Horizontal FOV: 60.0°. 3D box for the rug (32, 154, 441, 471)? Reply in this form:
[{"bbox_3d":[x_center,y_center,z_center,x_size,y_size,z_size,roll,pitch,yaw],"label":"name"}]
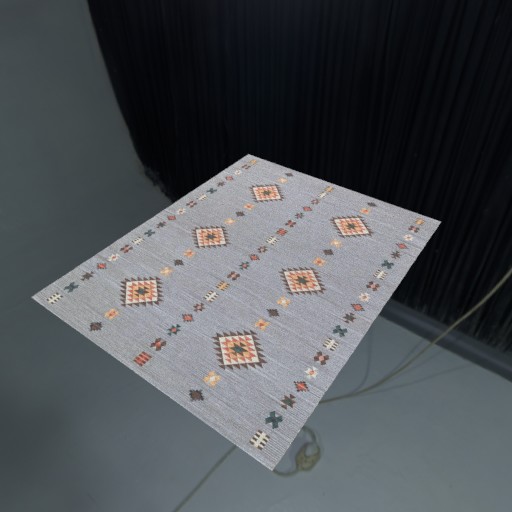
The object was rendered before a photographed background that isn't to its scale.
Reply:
[{"bbox_3d":[0.000,0.000,4.082,2.425,0.008,3.035,25,47,26],"label":"rug"}]
